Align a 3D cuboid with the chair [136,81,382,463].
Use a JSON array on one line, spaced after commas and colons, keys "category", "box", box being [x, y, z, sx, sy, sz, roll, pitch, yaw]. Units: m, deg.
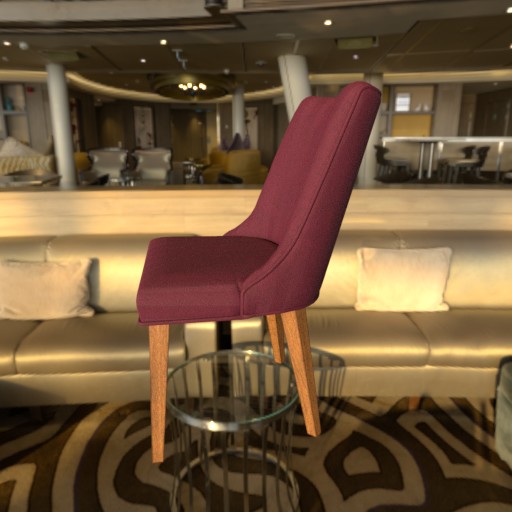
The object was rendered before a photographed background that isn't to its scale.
[{"category": "chair", "box": [0.000, 0.000, 1.286, 0.638, 0.916, 0.548, -3, 15, -10]}]
